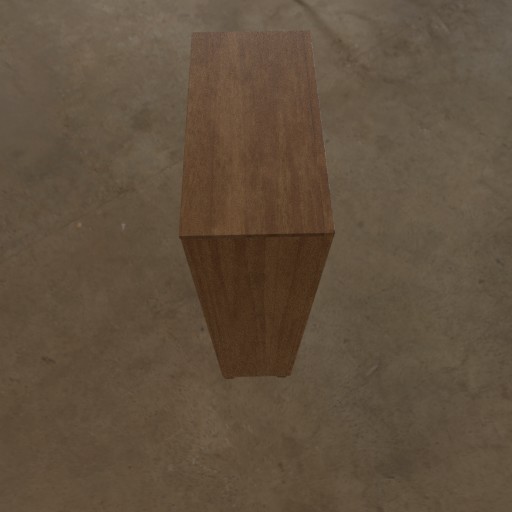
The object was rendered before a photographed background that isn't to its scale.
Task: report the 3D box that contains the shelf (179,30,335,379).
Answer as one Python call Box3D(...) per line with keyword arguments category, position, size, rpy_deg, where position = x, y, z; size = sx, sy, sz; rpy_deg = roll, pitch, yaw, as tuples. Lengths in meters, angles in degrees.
Box3D(category="shelf", position=(0.000, 0.000, 2.291), size=(0.453, 1.930, 0.864), rpy_deg=(-1, 63, -1))
